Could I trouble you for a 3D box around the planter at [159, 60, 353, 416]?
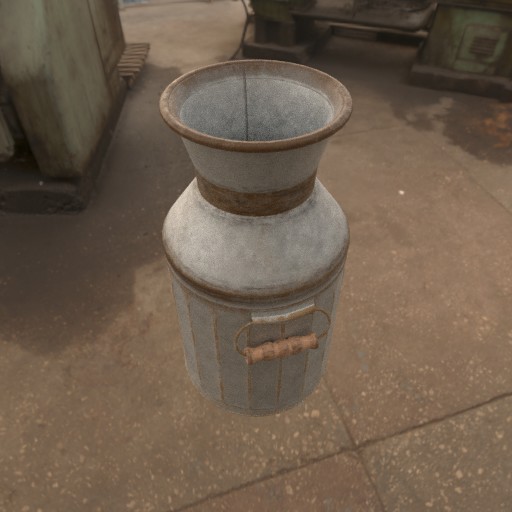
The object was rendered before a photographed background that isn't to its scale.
[{"bbox_3d":[0.000,0.000,0.529,0.214,0.396,0.245,-11,46,-11],"label":"planter"}]
